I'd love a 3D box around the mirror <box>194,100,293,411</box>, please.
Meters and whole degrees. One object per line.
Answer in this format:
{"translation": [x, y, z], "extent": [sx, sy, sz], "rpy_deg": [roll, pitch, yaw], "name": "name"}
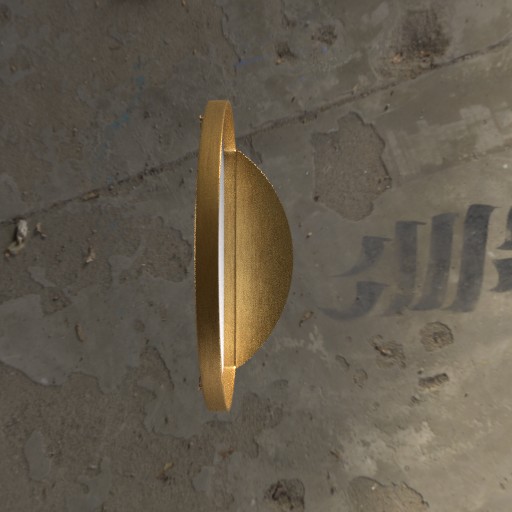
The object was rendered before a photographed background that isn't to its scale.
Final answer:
{"translation": [0.000, 0.000, 0.690], "extent": [0.133, 0.457, 0.457], "rpy_deg": [0, 88, 0], "name": "mirror"}
